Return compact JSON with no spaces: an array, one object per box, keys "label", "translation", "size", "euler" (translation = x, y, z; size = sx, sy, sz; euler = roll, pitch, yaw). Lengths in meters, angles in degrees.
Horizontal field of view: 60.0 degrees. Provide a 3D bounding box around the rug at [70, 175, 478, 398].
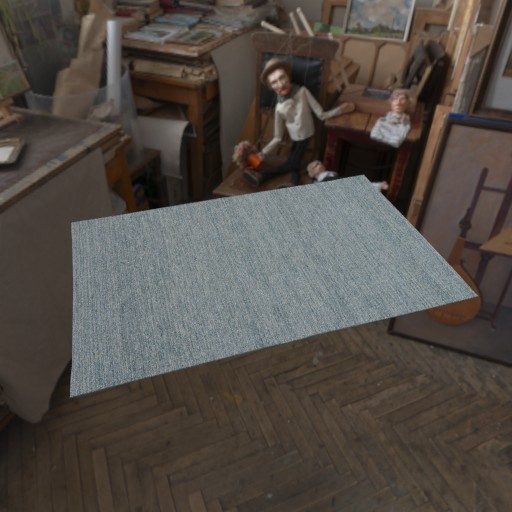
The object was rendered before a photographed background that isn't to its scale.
[{"label":"rug","translation":[0.000,0.000,2.312],"size":[1.853,0.022,1.174],"euler":[-11,42,-13]}]
